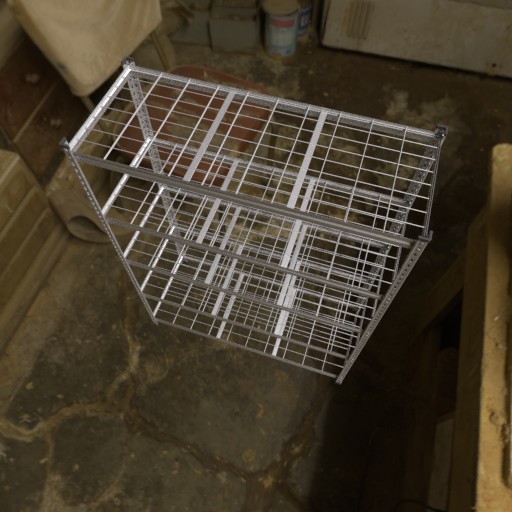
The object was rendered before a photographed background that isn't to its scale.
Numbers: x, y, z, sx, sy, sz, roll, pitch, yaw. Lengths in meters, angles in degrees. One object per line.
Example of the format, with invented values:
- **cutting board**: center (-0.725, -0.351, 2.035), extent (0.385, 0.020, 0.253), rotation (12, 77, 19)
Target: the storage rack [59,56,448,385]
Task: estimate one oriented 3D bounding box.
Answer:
- **storage rack**: center (0.000, 0.000, 2.708), extent (1.524, 1.981, 0.610), rotation (16, 61, 9)
